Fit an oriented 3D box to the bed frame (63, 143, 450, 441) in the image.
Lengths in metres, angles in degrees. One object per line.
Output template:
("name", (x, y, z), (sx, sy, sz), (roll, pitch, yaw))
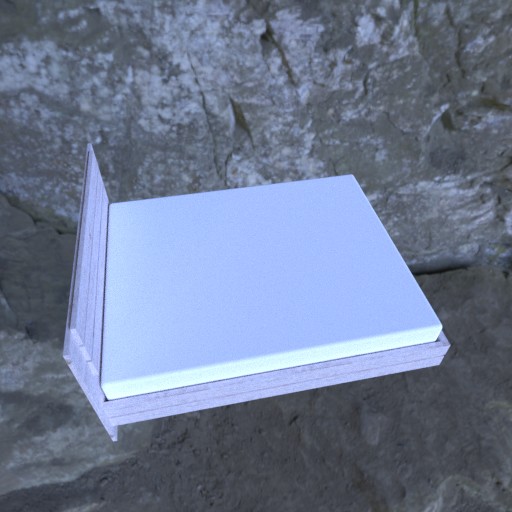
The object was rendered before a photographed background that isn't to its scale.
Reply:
("bed frame", (0.000, 0.000, 3.019), (2.080, 0.970, 1.750), (-8, 47, -8))
